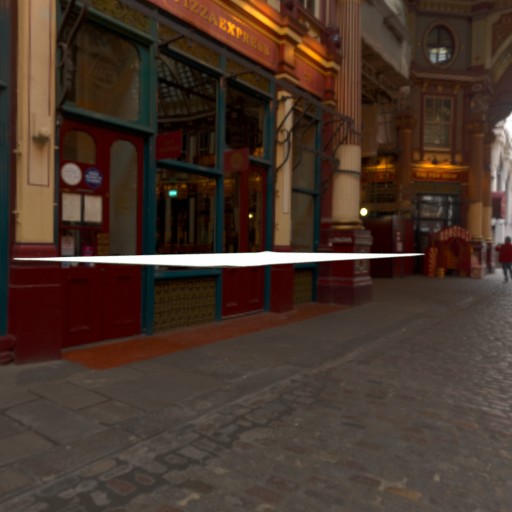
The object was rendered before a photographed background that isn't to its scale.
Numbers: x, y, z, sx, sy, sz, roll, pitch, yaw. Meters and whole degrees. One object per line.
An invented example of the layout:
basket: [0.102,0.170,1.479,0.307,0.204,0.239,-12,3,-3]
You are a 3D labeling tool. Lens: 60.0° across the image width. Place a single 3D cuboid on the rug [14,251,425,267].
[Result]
rug: [0.000,0.000,2.949,1.518,0.023,2.434,1,2,36]
